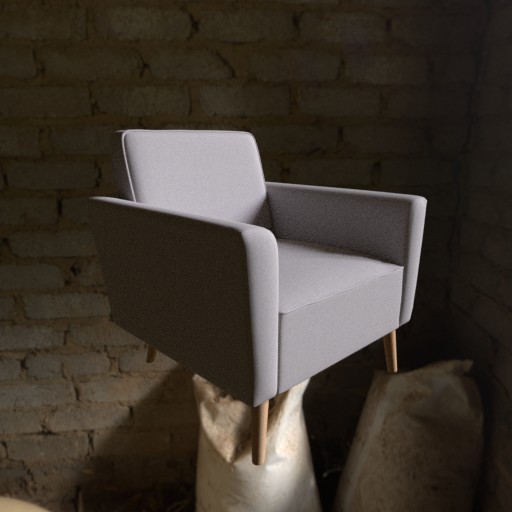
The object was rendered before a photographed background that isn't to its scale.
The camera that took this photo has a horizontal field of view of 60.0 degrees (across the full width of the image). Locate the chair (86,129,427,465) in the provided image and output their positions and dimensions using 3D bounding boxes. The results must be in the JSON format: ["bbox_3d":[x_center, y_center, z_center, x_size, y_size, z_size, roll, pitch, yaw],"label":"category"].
[{"bbox_3d":[0.000,0.000,1.411,0.780,0.780,0.750,-14,20,-42],"label":"chair"}]
